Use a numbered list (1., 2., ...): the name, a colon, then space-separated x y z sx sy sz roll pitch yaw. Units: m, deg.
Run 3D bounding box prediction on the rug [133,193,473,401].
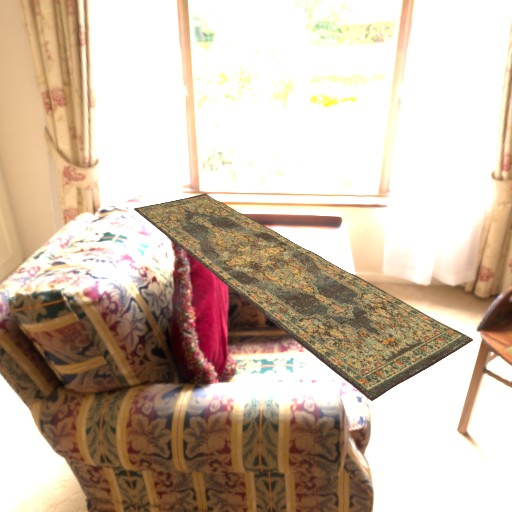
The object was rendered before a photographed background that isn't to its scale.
1. rug: 0.000 0.000 2.503 0.602 0.016 2.283 -17 31 -30
